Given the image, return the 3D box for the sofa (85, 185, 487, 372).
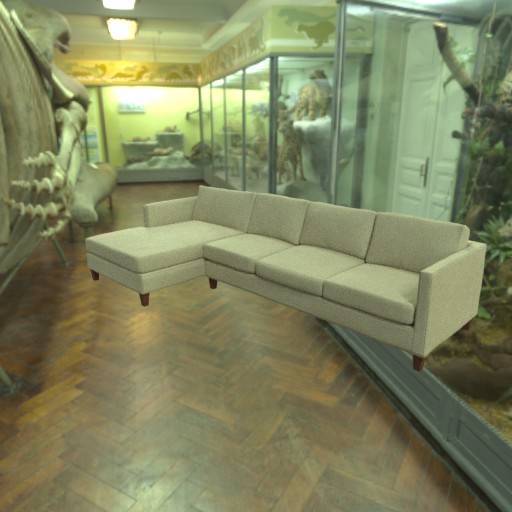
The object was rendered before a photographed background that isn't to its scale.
[{"bbox_3d":[0.000,0.000,3.827,3.186,0.846,1.625,16,23,42],"label":"sofa"}]
